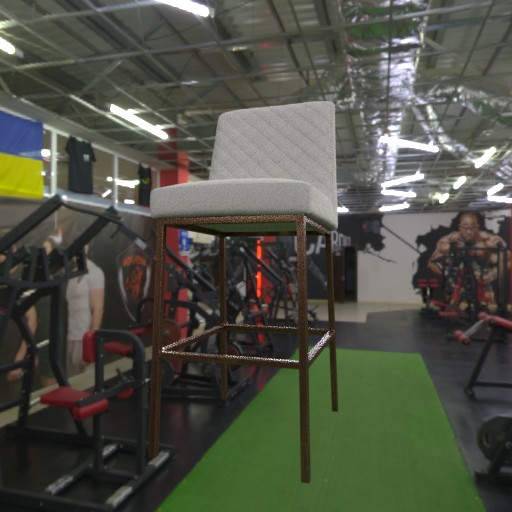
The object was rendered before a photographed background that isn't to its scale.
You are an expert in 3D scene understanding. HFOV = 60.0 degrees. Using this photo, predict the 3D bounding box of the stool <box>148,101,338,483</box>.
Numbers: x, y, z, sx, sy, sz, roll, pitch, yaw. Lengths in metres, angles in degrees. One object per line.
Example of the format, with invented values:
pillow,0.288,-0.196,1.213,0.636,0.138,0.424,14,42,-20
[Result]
stool,0.000,0.000,1.377,0.462,1.084,0.546,0,0,18
